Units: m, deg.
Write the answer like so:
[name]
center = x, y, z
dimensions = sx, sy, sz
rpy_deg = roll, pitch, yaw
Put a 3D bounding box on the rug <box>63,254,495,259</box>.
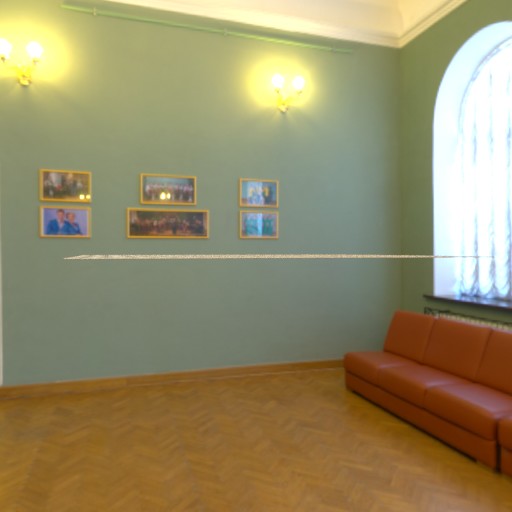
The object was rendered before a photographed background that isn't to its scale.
[rug]
center = 0.000, 0.000, 4.045
dimensions = 3.045, 0.008, 2.421
rpy_deg = 0, 1, -19
